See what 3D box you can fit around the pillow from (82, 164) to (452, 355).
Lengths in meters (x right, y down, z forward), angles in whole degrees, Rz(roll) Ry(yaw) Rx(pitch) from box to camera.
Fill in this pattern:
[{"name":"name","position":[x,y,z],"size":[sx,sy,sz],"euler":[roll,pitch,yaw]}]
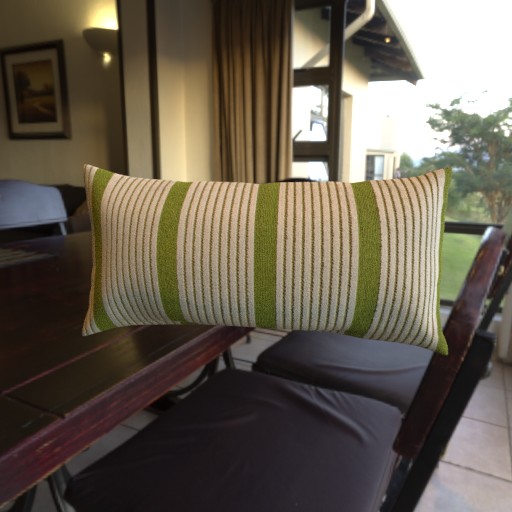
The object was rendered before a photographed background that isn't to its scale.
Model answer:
[{"name":"pillow","position":[0.000,0.000,0.723],"size":[0.608,0.292,0.156],"euler":[2,12,8]}]
